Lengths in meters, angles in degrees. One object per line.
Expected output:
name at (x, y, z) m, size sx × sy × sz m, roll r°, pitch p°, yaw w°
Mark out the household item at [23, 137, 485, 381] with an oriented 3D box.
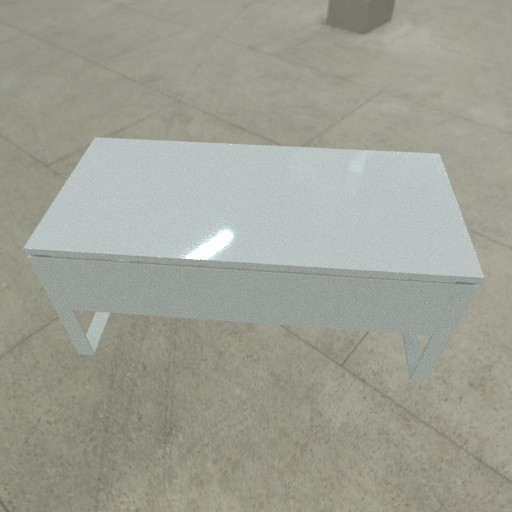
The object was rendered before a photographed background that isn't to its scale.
household item at (0.000, 0.000, 2.170) m, size 1.700 × 0.745 × 0.800 m, roll 4°, pitch 46°, yaw 4°
